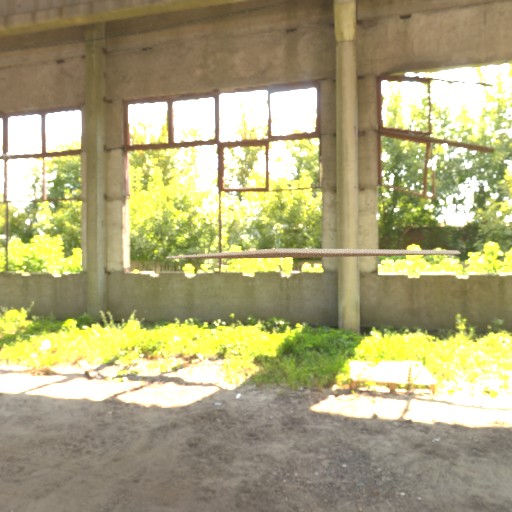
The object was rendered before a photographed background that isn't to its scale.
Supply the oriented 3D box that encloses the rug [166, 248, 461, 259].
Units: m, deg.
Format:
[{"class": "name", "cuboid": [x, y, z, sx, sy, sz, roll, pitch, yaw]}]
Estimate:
[{"class": "rug", "cuboid": [0.000, 0.000, 2.469, 0.678, 0.014, 2.276, 0, -1, -19]}]
